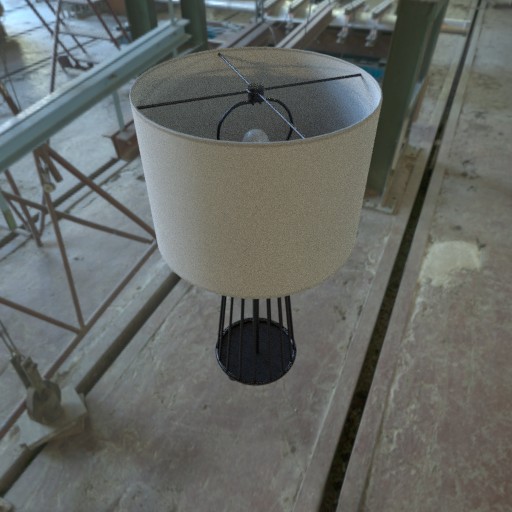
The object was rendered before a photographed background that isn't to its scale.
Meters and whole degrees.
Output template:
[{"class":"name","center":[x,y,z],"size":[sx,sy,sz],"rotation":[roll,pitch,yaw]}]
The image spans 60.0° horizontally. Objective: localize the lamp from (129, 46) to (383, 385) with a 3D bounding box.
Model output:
[{"class":"lamp","center":[0.000,0.000,0.771],"size":[0.322,0.593,0.322],"rotation":[-14,44,-16]}]
